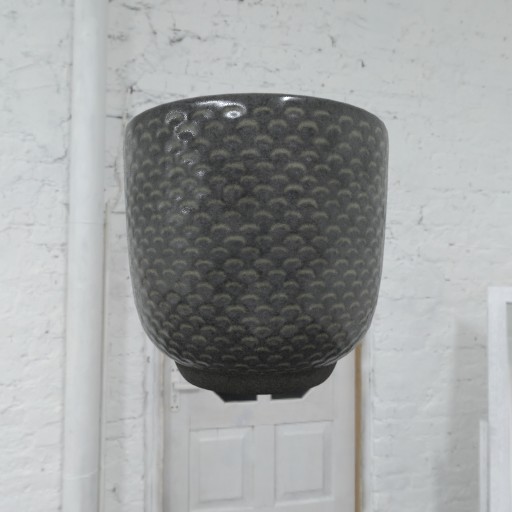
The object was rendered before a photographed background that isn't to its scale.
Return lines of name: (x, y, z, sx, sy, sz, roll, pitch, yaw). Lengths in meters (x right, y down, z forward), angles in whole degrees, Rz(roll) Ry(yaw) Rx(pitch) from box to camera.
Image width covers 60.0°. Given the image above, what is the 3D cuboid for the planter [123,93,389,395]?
planter: (0.000, 0.000, 0.243, 0.140, 0.129, 0.140, 0, 0, 0)
